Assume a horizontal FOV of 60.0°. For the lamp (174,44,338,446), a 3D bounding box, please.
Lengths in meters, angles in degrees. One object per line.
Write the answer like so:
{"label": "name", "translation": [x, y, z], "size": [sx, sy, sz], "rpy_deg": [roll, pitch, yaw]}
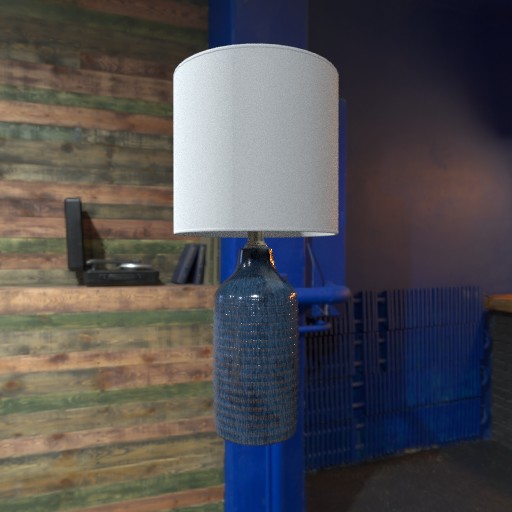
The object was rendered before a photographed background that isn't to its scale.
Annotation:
{"label": "lamp", "translation": [0.000, 0.000, 0.606], "size": [0.220, 0.475, 0.220], "rpy_deg": [0, 0, -17]}
